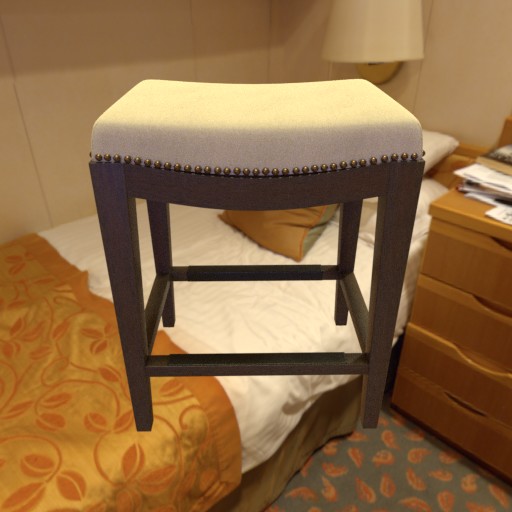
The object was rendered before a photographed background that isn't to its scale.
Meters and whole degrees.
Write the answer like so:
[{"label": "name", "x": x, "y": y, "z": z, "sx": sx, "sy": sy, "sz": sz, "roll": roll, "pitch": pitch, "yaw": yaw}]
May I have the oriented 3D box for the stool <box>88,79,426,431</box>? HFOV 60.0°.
[{"label": "stool", "x": 0.000, "y": 0.000, "z": 0.915, "sx": 0.500, "sy": 0.642, "sz": 0.361, "roll": 0, "pitch": 31, "yaw": -1}]
